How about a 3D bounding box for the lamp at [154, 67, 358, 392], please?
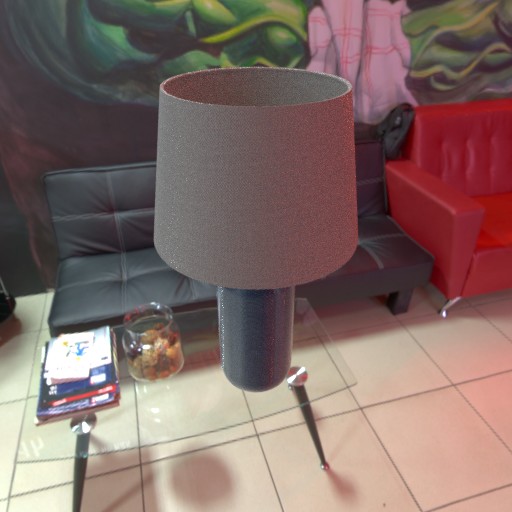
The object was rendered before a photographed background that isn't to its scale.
[{"bbox_3d":[0.000,0.000,0.579,0.253,0.428,0.253,0,32,0],"label":"lamp"}]
